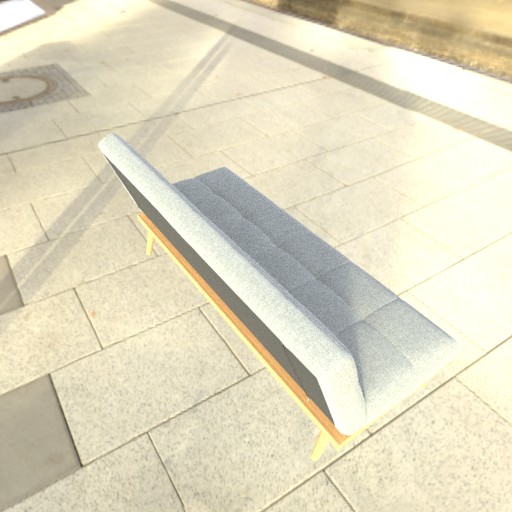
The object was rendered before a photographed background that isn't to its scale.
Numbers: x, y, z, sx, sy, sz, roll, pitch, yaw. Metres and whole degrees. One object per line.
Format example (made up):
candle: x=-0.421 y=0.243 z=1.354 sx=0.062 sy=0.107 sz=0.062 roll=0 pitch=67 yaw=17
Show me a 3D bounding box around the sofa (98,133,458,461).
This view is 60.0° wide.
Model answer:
sofa: x=0.000 y=0.000 z=2.186 sx=0.800 sy=0.800 sz=1.820 roll=-25 pitch=46 yaw=-26
